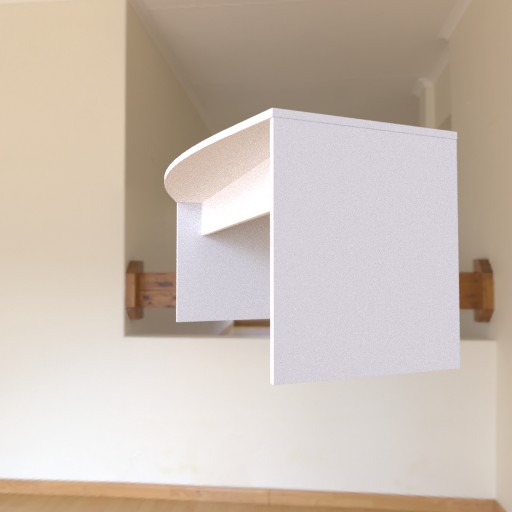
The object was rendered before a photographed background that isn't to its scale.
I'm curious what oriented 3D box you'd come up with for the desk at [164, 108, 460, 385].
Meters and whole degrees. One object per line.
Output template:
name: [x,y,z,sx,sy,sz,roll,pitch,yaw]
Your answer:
desk: [0.000,0.000,2.026,0.802,0.750,1.600,1,-2,-19]
